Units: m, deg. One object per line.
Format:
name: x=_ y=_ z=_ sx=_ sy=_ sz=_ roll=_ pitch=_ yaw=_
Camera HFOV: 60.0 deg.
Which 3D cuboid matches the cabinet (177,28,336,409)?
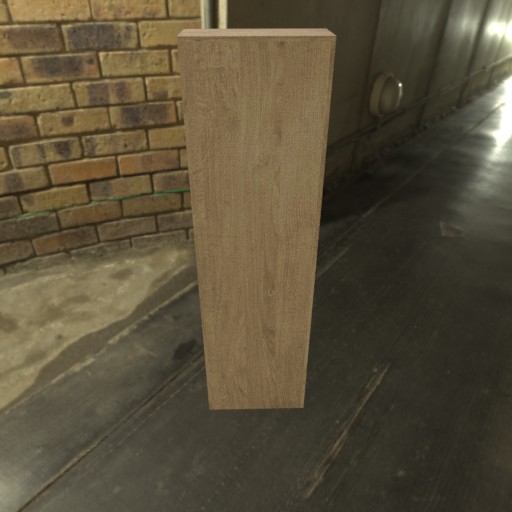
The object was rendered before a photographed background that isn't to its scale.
cabinet: x=0.000 y=0.000 z=1.972 sx=0.500 sy=1.790 sz=0.230 roll=-1 pitch=33 yaw=-1
